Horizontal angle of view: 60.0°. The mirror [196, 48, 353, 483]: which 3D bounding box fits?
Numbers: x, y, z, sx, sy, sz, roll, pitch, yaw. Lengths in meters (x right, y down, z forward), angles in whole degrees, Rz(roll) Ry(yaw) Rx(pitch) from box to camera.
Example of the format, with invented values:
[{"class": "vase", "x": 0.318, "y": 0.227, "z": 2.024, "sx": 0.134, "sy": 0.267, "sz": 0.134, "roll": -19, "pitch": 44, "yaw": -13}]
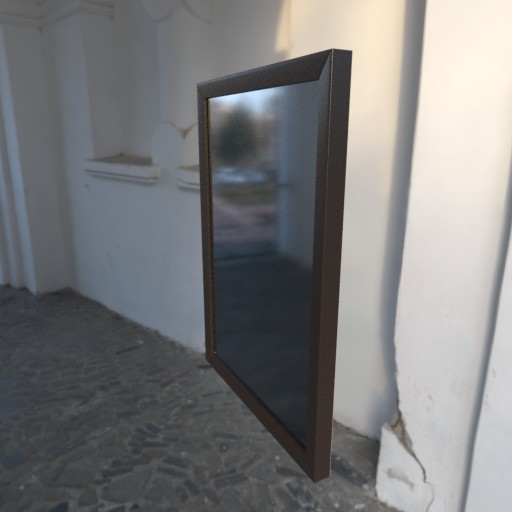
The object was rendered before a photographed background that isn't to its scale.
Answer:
[{"class": "mirror", "x": 0.000, "y": 0.000, "z": 0.916, "sx": 0.040, "sy": 0.710, "sz": 0.507, "roll": -8, "pitch": 18, "yaw": -27}]
